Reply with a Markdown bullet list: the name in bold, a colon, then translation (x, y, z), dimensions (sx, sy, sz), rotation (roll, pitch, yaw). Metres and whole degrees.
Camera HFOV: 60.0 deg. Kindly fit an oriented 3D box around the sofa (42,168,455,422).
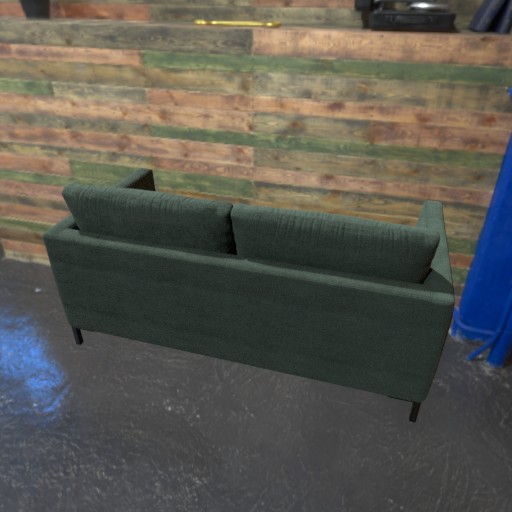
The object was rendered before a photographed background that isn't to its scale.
- **sofa**: translation (0.000, 0.000, 2.134), dimensions (1.676, 0.817, 0.875), rotation (9, 32, 14)
